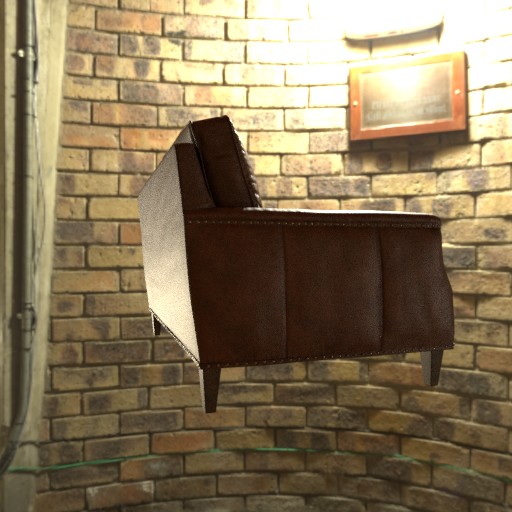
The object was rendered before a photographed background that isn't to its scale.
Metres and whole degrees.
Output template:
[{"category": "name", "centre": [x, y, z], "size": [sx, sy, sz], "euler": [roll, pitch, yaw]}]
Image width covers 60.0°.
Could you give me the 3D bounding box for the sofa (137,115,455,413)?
[{"category": "sofa", "centre": [0.000, 0.000, 2.252], "size": [1.083, 1.003, 1.628], "euler": [0, 0, -19]}]
